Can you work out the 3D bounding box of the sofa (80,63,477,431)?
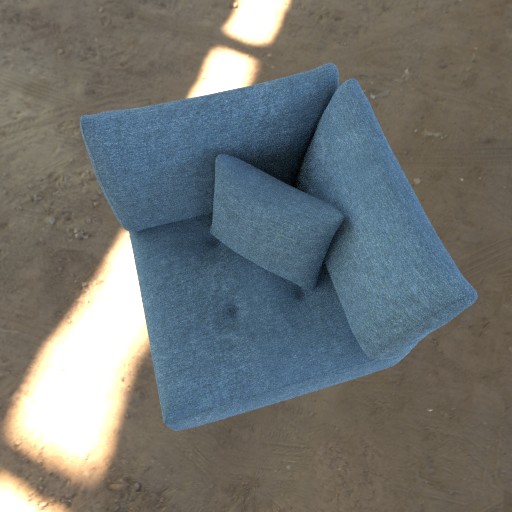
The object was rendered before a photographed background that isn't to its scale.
[{"bbox_3d":[0.000,0.000,1.697,1.000,0.820,1.000,-15,64,-7],"label":"sofa"}]
